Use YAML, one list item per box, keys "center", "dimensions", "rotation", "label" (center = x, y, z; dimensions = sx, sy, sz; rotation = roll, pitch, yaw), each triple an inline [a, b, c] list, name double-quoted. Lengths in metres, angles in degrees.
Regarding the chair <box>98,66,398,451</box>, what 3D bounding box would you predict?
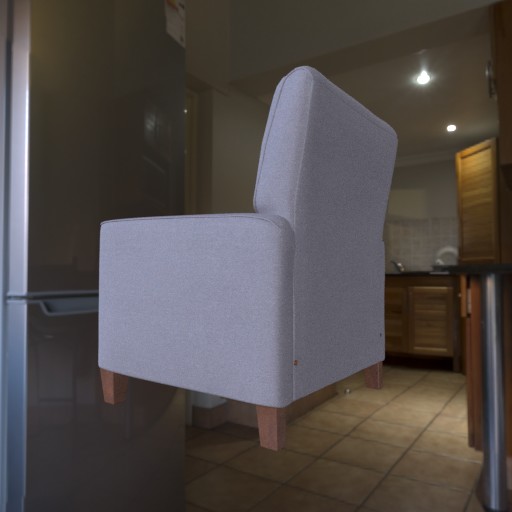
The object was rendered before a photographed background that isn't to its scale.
- center: [0.000, 0.000, 1.642]
  dimensions: [0.859, 1.023, 0.845]
  rotation: [-1, -2, 36]
  label: "chair"
